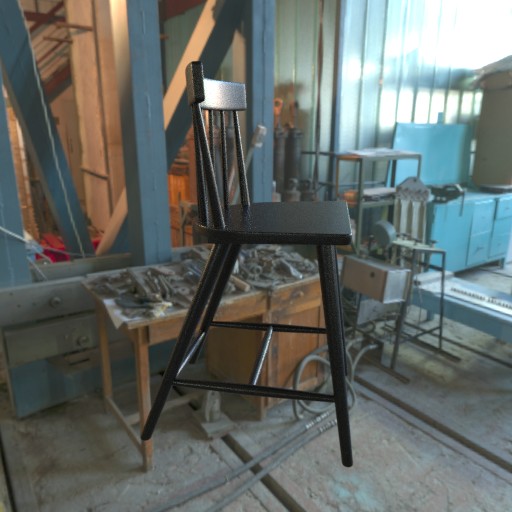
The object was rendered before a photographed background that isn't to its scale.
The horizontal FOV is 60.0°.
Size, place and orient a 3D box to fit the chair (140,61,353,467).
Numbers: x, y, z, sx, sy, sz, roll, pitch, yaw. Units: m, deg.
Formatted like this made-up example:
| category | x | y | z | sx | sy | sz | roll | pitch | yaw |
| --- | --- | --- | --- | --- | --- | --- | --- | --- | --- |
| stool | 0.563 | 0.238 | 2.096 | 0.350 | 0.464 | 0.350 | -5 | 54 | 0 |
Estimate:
| category | x | y | z | sx | sy | sz | roll | pitch | yaw |
| --- | --- | --- | --- | --- | --- | --- | --- | --- | --- |
| chair | 0.000 | 0.000 | 1.243 | 0.572 | 0.952 | 0.483 | 3 | 16 | 9 |
